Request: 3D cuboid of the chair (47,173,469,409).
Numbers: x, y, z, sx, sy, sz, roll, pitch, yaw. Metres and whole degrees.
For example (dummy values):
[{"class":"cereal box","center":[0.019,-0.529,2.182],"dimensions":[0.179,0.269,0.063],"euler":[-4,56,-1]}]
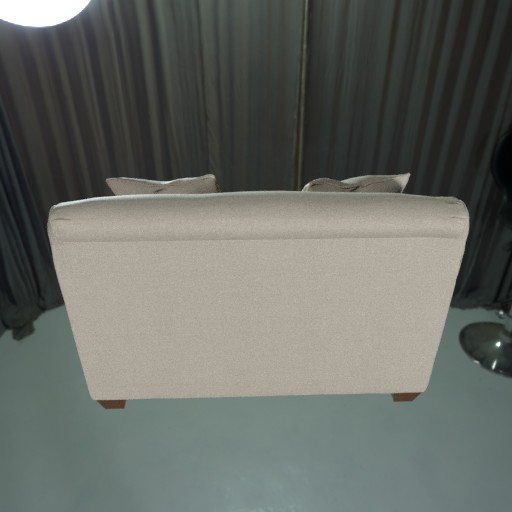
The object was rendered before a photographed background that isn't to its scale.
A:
[{"class":"chair","center":[0.000,0.000,2.023],"dimensions":[1.383,0.948,1.000],"euler":[-1,30,-2]}]
